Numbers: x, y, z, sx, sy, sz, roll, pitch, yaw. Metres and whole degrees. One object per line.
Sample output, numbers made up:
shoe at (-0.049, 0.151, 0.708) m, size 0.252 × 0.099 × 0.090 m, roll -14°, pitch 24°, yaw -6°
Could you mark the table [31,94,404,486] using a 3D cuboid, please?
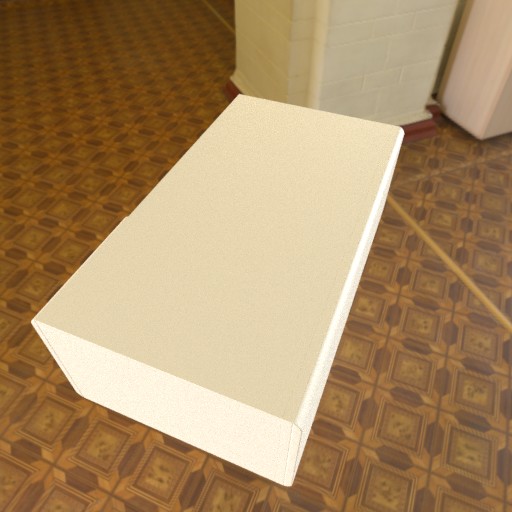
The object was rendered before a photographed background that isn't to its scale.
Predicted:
table at (0.000, 0.000, 1.394) m, size 0.639 × 0.442 × 1.097 m, roll 17°, pitch 49°, yaw 15°
